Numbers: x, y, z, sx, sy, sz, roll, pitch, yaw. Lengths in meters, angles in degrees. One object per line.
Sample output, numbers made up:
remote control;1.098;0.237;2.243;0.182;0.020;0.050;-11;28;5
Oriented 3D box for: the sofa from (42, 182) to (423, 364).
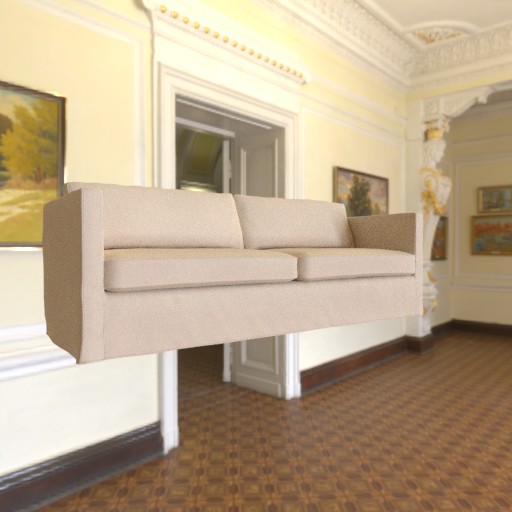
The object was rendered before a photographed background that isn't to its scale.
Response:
sofa;0.000;0.000;3.307;2.779;0.999;1.036;-1;1;-35
